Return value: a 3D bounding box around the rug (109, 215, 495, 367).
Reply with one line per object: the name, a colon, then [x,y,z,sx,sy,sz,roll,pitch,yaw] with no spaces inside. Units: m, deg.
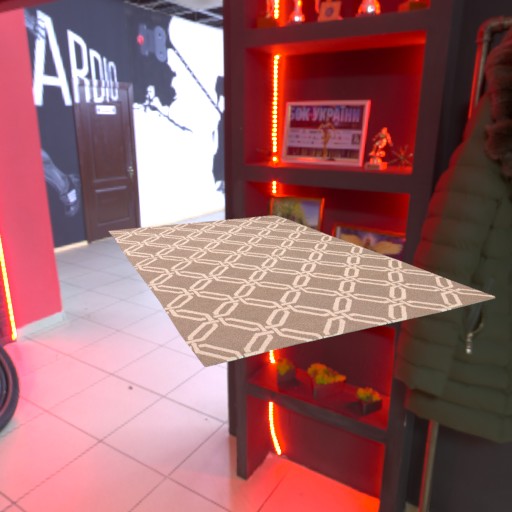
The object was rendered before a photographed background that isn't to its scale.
rug: [0.000,0.000,2.147,1.142,0.010,1.748,-8,18,-25]
